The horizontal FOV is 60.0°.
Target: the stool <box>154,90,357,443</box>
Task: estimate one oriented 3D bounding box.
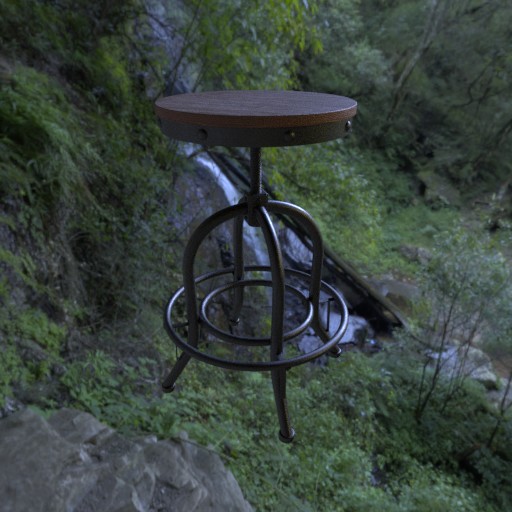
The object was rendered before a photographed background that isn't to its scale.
[{"bbox_3d":[0.000,0.000,0.912,0.439,0.609,0.439,-8,27,-15],"label":"stool"}]
